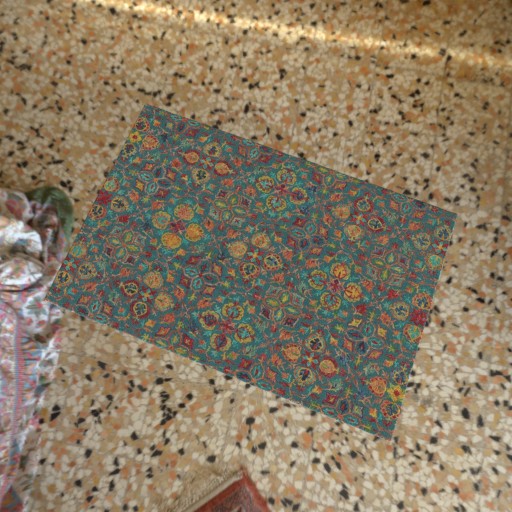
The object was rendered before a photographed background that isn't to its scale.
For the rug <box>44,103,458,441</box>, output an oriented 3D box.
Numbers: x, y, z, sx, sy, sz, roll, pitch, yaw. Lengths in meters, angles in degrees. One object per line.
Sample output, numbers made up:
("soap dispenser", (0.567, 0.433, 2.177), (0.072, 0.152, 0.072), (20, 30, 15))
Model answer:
("rug", (0.000, 0.000, 2.303), (1.836, 0.014, 1.216), (21, 76, 5))
